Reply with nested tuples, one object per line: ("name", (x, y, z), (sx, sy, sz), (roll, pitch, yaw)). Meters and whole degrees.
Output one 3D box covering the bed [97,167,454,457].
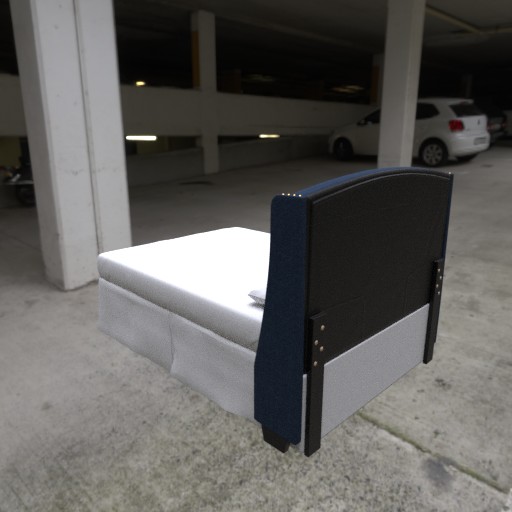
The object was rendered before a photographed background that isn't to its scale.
("bed", (0.000, 0.000, 3.306), (1.604, 1.402, 2.223), (-15, 21, -43))
